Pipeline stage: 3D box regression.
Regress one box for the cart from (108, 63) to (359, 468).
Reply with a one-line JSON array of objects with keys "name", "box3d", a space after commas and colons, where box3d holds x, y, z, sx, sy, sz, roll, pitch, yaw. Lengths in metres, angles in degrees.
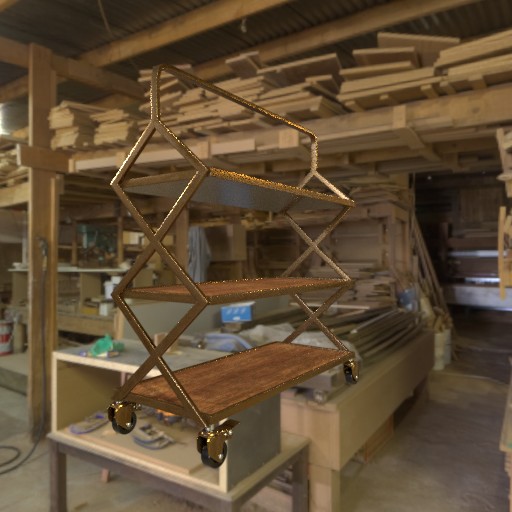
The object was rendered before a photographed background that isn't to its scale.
[{"name": "cart", "box3d": [0.000, 0.000, 1.192, 0.313, 0.805, 0.723, 0, 0, 36]}]
